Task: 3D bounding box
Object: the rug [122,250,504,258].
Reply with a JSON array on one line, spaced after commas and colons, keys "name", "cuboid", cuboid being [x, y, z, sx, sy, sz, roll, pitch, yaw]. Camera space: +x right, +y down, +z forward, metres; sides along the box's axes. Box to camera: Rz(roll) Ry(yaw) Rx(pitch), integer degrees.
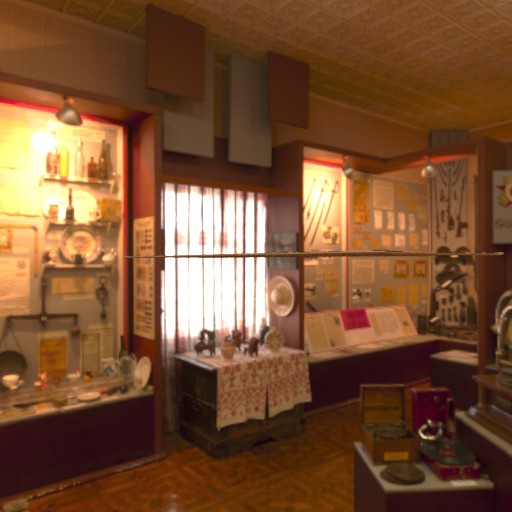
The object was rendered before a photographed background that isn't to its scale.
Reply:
[{"name": "rug", "cuboid": [0.000, 0.000, 2.600, 0.768, 0.011, 2.446, 0, -1, -36]}]
